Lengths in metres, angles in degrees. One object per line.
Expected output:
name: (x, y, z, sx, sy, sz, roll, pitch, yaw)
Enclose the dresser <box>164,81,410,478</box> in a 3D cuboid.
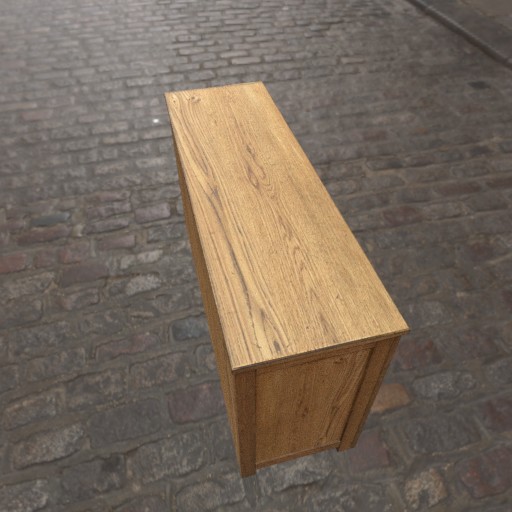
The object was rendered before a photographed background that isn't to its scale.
dresser: (0.000, 0.000, 2.130, 0.563, 0.932, 1.657, -11, 47, -10)
